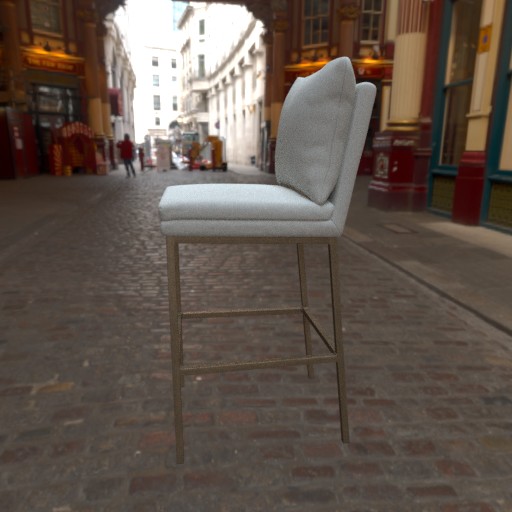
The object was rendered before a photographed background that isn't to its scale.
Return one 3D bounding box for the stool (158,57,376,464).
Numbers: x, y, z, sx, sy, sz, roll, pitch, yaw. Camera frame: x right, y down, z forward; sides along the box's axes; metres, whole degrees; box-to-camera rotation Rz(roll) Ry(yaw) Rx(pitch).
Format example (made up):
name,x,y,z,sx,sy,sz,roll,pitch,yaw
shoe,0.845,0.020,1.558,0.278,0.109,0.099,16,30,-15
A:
name,x,y,z,sx,sy,sz,roll,pitch,yaw
stool,0.000,0.000,1.419,0.572,1.125,0.463,-2,15,-9
